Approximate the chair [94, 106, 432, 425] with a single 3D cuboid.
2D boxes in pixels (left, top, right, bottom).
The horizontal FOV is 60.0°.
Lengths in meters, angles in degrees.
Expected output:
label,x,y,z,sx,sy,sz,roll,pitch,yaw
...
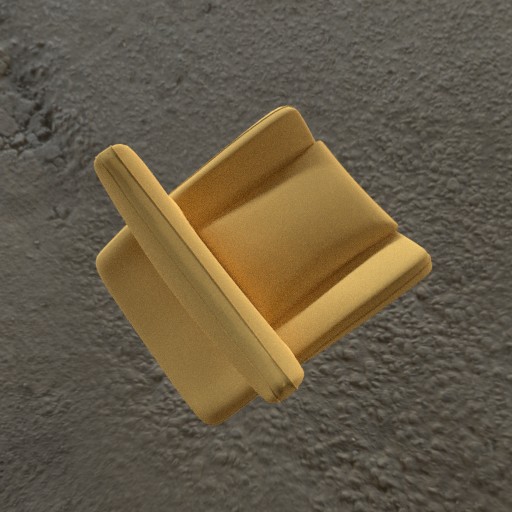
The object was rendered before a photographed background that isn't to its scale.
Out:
label,x,y,z,sx,sy,sz,roll,pitch,yaw
chair,0.000,0.000,1.597,1.008,0.855,0.859,-37,77,-10
